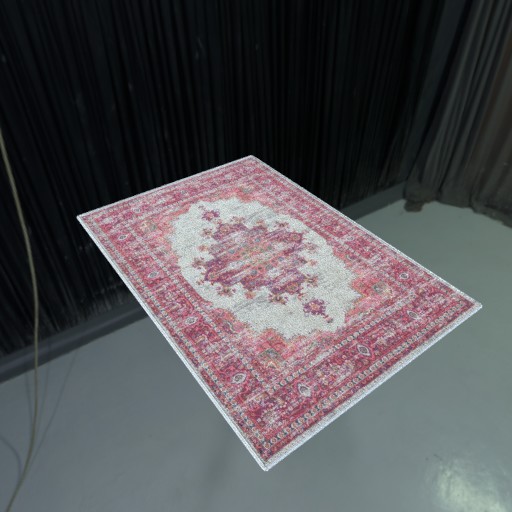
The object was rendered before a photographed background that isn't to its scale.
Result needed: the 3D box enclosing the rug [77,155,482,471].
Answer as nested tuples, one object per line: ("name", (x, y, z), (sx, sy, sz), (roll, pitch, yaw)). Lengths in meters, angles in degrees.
("rug", (0.000, 0.000, 2.226), (1.217, 0.011, 1.747), (-26, 47, -27))
